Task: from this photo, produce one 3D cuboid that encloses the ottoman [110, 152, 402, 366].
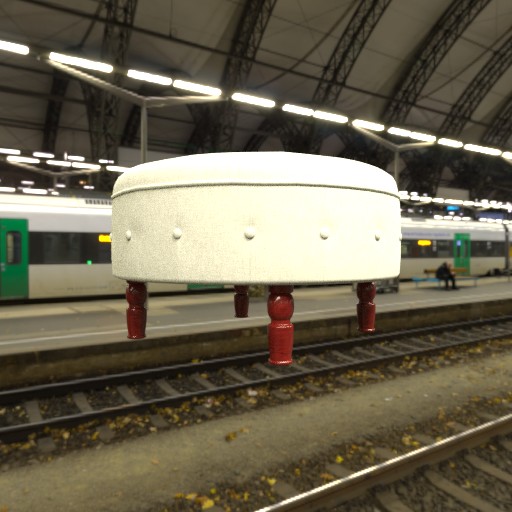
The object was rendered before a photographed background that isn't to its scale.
[{"bbox_3d":[0.000,0.000,1.367,0.850,0.483,0.850,0,1,0],"label":"ottoman"}]
